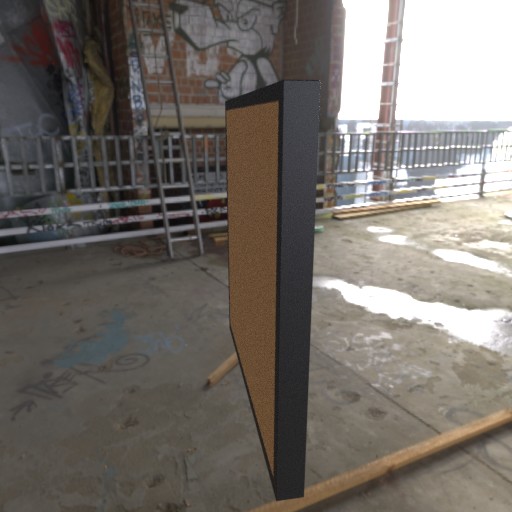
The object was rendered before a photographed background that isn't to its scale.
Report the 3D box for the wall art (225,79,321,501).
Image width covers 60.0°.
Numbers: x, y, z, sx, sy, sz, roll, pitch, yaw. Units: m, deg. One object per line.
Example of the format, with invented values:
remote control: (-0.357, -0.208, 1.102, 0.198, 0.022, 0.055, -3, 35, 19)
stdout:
wall art: (0.000, 0.000, 0.738, 0.037, 0.506, 0.506, -3, 17, -10)
